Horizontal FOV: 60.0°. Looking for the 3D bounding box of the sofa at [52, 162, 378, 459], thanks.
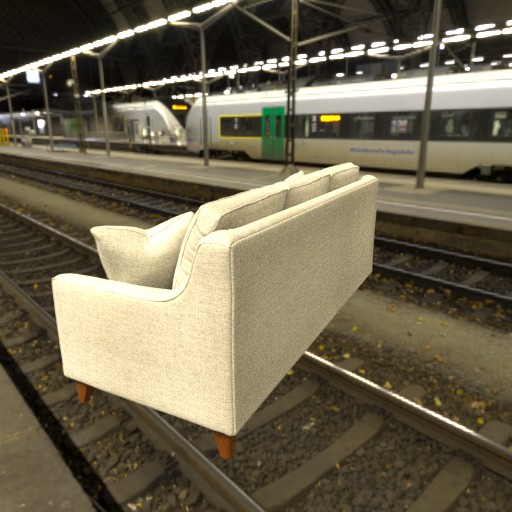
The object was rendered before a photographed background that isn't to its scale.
[{"bbox_3d":[0.000,0.000,2.447,0.865,0.914,2.031,8,18,26],"label":"sofa"}]
